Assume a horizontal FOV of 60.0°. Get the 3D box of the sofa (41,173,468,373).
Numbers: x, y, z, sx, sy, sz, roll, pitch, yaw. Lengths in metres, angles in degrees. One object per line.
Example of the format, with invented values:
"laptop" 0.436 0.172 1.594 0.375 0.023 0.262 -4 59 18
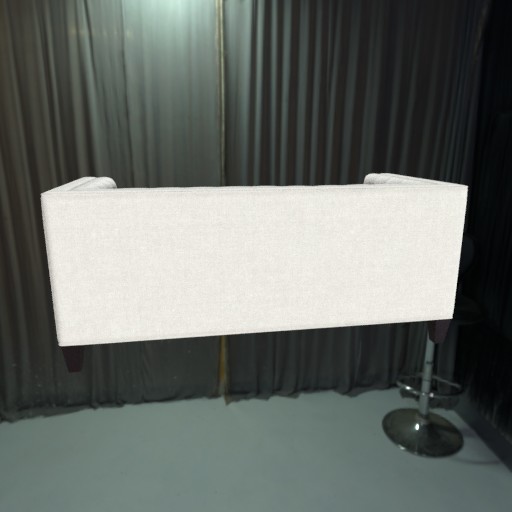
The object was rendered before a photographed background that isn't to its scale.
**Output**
"sofa" 0.000 0.000 2.262 1.778 0.762 0.775 -2 15 -9
